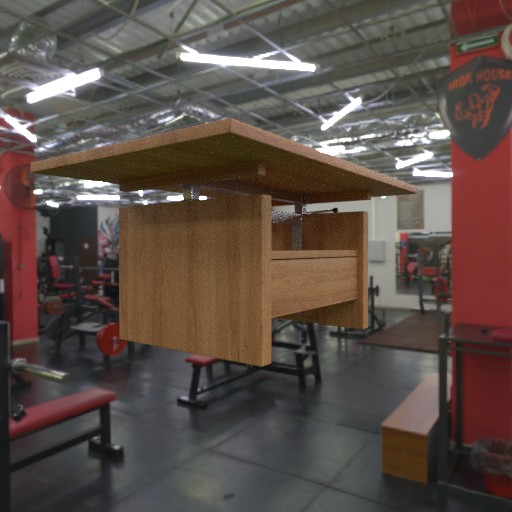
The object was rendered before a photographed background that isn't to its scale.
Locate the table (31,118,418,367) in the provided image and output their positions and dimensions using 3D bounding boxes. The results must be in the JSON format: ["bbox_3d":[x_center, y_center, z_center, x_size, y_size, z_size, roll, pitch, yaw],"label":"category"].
[{"bbox_3d":[0.000,0.000,1.433,0.700,0.510,1.100,1,1,36],"label":"table"}]
